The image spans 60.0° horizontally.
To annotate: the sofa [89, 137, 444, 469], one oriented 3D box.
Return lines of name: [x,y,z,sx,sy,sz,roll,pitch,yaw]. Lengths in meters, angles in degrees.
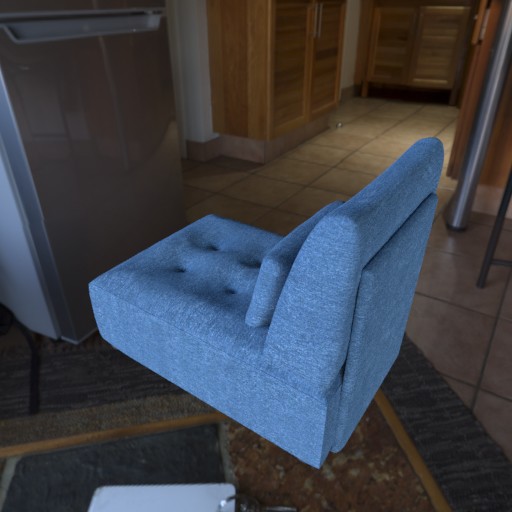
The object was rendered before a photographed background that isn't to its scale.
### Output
sofa: [0.000,0.000,1.539,1.000,0.820,0.700,20,37,29]
